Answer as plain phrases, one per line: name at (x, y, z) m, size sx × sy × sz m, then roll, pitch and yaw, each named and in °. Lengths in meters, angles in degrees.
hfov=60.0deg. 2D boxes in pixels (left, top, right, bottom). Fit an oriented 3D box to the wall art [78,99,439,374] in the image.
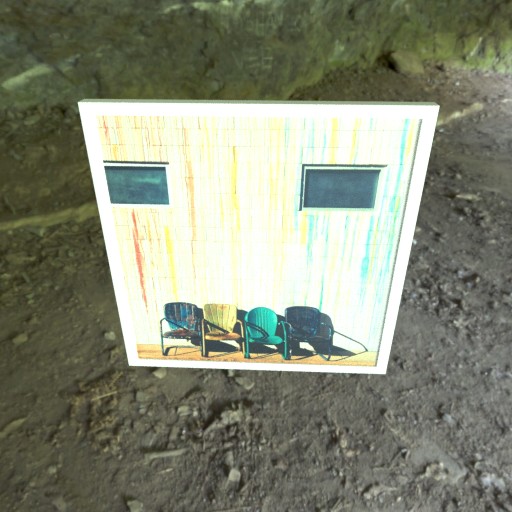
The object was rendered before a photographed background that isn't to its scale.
wall art at (0.000, 0.000, 1.137) m, size 0.760 × 0.760 × 0.036 m, roll 1°, pitch 30°, yaw 2°
